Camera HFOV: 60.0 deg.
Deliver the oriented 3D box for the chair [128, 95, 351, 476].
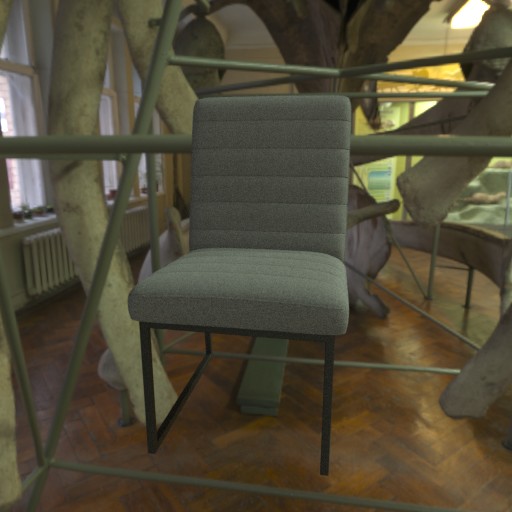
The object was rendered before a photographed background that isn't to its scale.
[{"bbox_3d":[0.000,0.000,1.283,0.520,0.930,0.634,2,14,10],"label":"chair"}]
